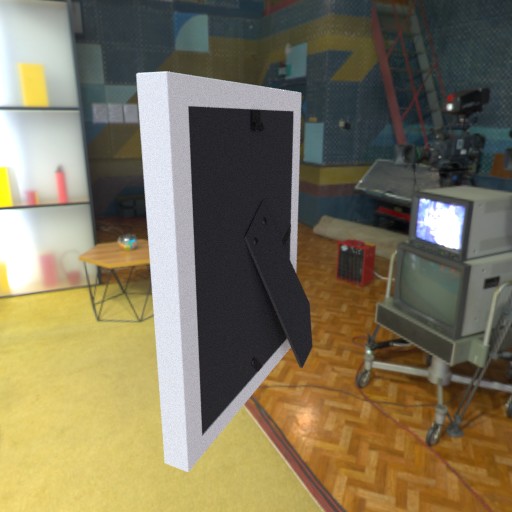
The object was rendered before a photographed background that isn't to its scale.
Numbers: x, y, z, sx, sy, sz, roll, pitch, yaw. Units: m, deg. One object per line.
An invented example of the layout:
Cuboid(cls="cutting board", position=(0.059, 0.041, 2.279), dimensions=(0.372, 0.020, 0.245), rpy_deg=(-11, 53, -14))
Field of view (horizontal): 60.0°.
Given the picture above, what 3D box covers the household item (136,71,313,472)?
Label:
Cuboid(cls="household item", position=(0.000, 0.000, 0.346), dimensions=(0.045, 0.250, 0.200), rpy_deg=(8, 19, 24))
